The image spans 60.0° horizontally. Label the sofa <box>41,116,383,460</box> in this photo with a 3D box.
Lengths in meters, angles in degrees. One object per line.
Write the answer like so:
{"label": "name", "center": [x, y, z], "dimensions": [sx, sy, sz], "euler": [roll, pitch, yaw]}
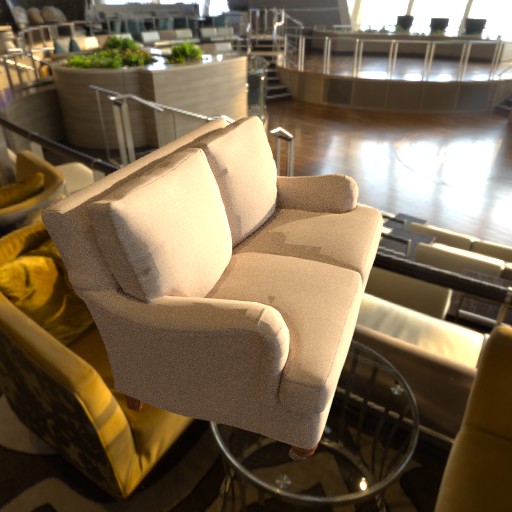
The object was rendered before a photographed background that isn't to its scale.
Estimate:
{"label": "sofa", "center": [0.000, 0.000, 2.178], "dimensions": [1.087, 1.048, 1.508], "euler": [11, 32, 18]}
